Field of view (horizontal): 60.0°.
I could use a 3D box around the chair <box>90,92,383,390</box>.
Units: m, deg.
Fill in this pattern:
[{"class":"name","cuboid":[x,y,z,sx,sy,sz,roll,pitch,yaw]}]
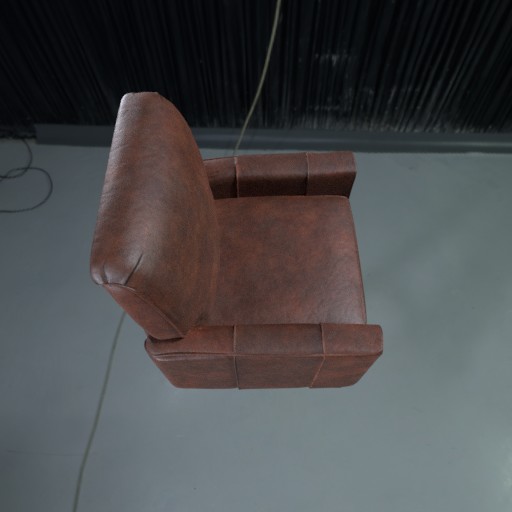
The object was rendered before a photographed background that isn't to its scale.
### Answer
[{"class":"chair","cuboid":[0.000,0.000,1.667,0.836,1.043,0.843,0,61,0]}]
